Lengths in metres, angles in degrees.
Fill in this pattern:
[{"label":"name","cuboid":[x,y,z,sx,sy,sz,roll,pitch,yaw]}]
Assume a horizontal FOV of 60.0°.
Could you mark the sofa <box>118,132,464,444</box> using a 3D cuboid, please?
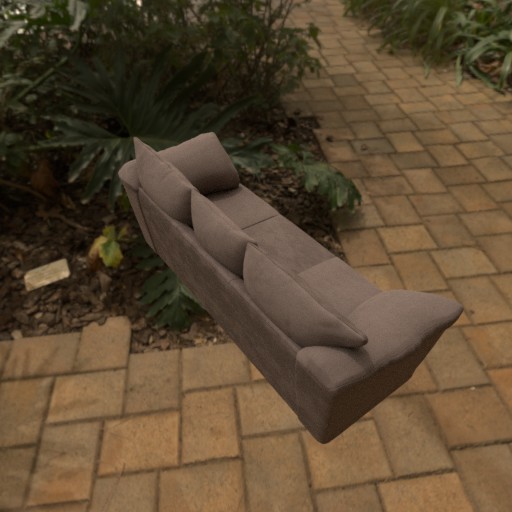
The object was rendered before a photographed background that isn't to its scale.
[{"label":"sofa","cuboid":[0.000,0.000,2.885,0.893,0.981,2.377,-26,48,-26]}]
